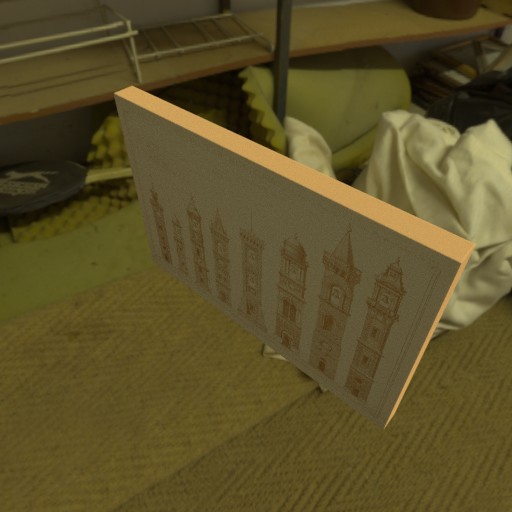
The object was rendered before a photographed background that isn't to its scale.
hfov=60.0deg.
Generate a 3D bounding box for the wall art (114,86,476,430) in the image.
[{"bbox_3d":[0.000,0.000,0.763,0.609,0.407,0.039,32,53,28],"label":"wall art"}]
